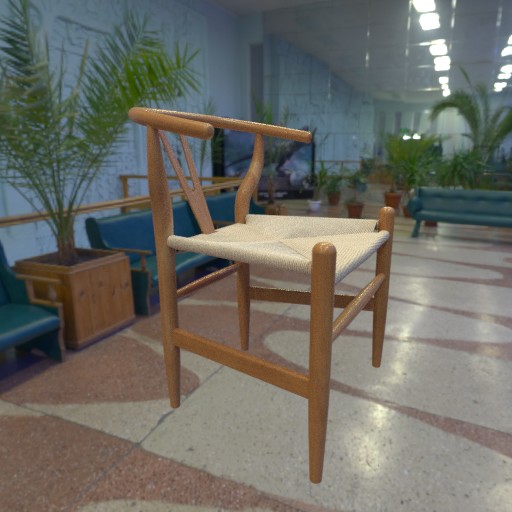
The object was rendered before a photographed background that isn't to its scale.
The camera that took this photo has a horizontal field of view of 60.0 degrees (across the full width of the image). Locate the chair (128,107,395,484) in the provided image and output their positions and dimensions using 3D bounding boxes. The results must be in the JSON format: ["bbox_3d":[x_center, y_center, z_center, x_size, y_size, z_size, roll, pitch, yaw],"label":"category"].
[{"bbox_3d":[0.000,0.000,1.131,0.579,0.730,0.569,7,15,27],"label":"chair"}]
